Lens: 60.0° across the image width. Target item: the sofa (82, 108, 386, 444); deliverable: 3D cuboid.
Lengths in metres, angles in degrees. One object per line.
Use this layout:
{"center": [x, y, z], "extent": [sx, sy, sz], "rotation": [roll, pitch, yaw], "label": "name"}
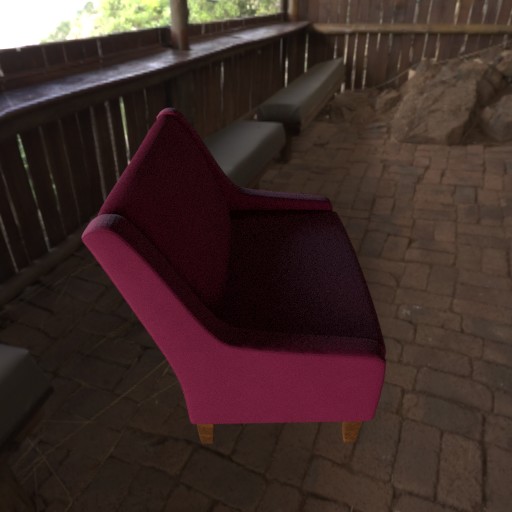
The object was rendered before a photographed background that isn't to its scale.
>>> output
{"center": [0.000, 0.000, 1.936], "extent": [0.946, 0.976, 1.242], "rotation": [0, 33, -1], "label": "sofa"}
